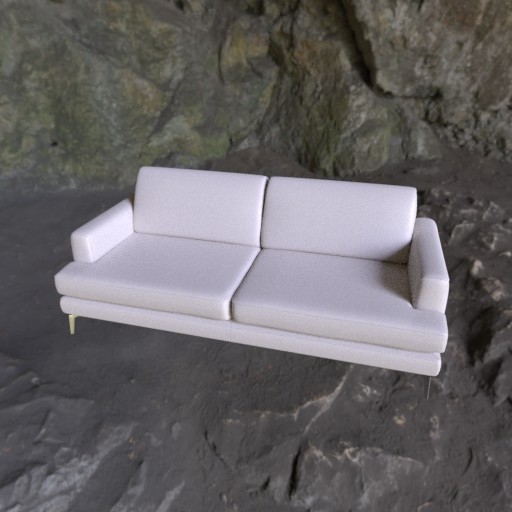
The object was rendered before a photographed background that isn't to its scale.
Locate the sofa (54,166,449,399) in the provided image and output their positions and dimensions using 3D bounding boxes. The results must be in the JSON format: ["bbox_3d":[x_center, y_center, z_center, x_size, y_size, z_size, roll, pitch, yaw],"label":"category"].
[{"bbox_3d":[0.000,0.000,2.472,1.940,0.765,0.974,7,27,14],"label":"sofa"}]
